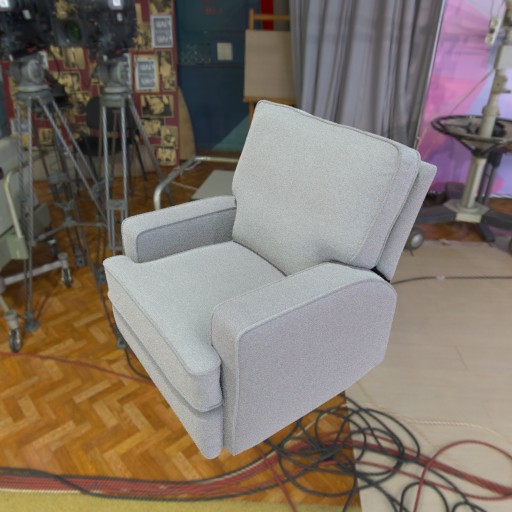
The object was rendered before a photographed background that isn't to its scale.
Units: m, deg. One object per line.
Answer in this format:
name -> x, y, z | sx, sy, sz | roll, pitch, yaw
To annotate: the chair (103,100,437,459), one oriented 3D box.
chair -> 0.000, 0.000, 1.674 | 0.969, 0.964, 0.861 | -20, 37, -30
